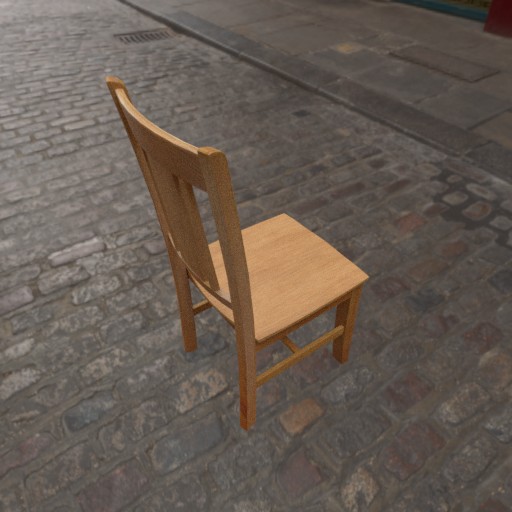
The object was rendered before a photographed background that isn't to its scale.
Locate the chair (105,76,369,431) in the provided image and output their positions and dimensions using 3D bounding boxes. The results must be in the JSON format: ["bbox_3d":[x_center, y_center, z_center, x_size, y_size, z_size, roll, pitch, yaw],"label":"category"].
[{"bbox_3d":[0.000,0.000,1.290,0.556,0.998,0.450,-25,46,-26],"label":"chair"}]
